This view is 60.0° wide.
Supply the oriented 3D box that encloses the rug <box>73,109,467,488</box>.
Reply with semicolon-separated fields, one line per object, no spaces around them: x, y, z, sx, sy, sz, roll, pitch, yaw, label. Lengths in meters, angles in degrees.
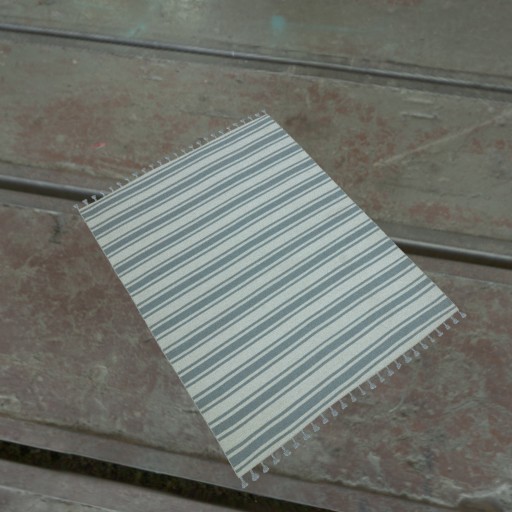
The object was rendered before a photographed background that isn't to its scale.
0.000;0.000;4.299;2.439;0.005;3.201;-31;66;-16;rug
